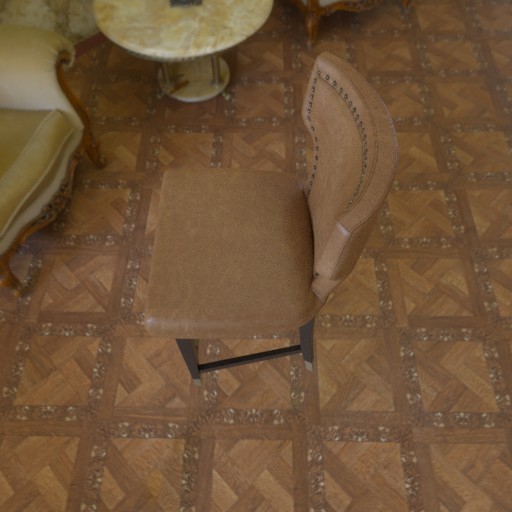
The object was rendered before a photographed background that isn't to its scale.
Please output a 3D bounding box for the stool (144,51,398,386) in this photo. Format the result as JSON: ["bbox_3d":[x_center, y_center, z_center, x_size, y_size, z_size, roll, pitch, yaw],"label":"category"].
[{"bbox_3d":[0.000,0.000,1.295,0.563,0.982,0.526,0,58,0],"label":"stool"}]
